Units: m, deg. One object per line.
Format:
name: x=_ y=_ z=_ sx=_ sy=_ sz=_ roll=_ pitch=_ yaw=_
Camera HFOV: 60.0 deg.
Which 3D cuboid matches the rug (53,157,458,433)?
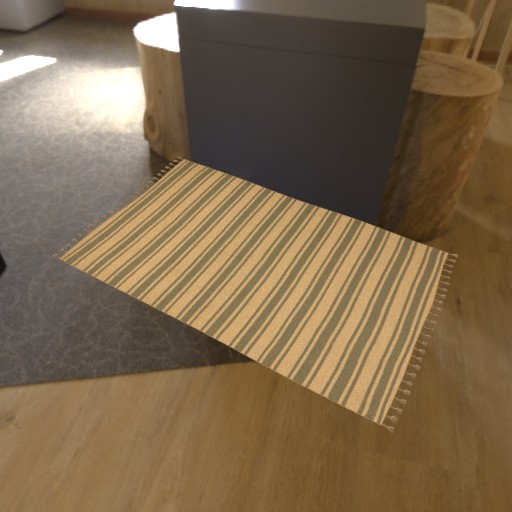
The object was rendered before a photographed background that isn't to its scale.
rug: x=0.000 y=0.000 z=2.602 sx=2.084 sy=0.009 sz=1.222 roll=23 pitch=50 yaw=21
